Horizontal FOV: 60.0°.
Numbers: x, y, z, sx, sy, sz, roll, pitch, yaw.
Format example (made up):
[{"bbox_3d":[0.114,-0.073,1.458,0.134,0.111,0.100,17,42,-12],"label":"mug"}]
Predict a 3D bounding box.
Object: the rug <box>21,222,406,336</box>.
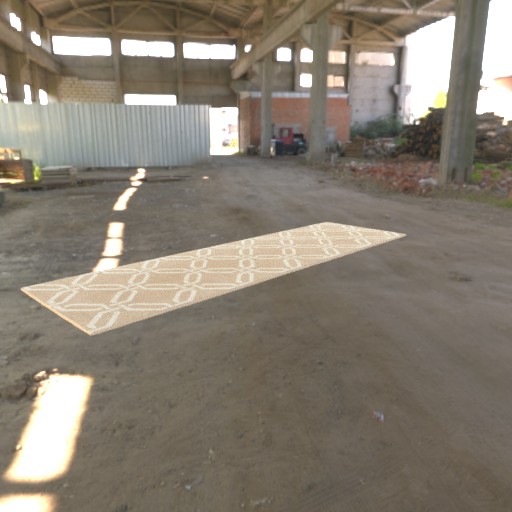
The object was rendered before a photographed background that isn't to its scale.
[{"bbox_3d":[0.000,0.000,2.508,0.678,0.014,2.276,14,20,43],"label":"rug"}]
